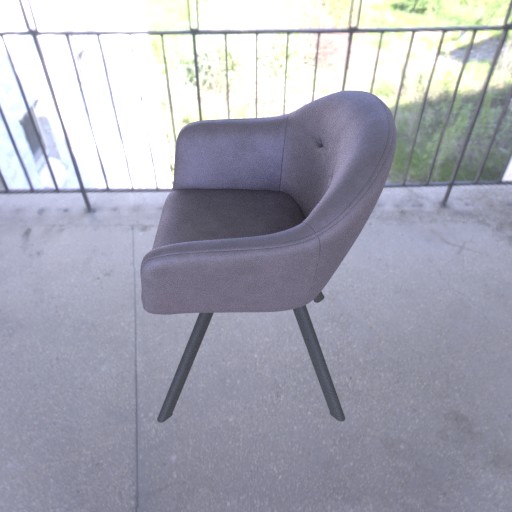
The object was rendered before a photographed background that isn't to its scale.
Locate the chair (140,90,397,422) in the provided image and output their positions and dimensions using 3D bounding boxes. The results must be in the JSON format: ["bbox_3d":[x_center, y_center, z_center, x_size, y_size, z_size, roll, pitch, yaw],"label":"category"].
[{"bbox_3d":[0.000,0.000,1.136,0.544,0.781,0.567,0,41,0],"label":"chair"}]
